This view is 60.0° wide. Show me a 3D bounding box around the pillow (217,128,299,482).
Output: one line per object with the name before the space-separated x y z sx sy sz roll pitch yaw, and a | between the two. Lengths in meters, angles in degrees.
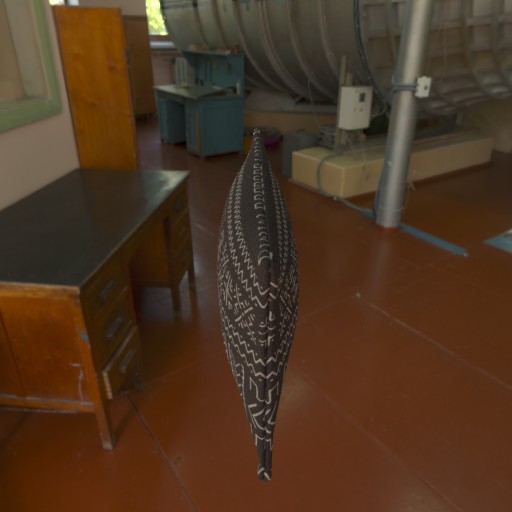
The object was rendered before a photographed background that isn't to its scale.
pillow | 0.000 0.000 0.790 0.135 0.322 0.667 0 27 -1
